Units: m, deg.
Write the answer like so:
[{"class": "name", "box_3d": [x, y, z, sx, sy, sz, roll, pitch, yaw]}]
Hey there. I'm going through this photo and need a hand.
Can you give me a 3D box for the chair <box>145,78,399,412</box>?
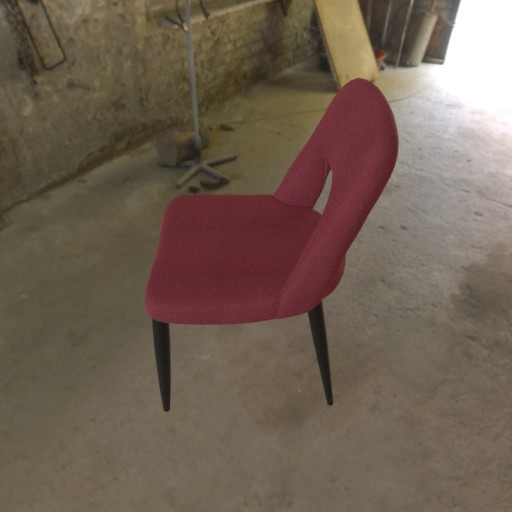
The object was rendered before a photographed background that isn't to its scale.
[{"class": "chair", "box_3d": [0.000, 0.000, 1.218, 0.569, 0.892, 0.483, 0, 42, 0]}]
